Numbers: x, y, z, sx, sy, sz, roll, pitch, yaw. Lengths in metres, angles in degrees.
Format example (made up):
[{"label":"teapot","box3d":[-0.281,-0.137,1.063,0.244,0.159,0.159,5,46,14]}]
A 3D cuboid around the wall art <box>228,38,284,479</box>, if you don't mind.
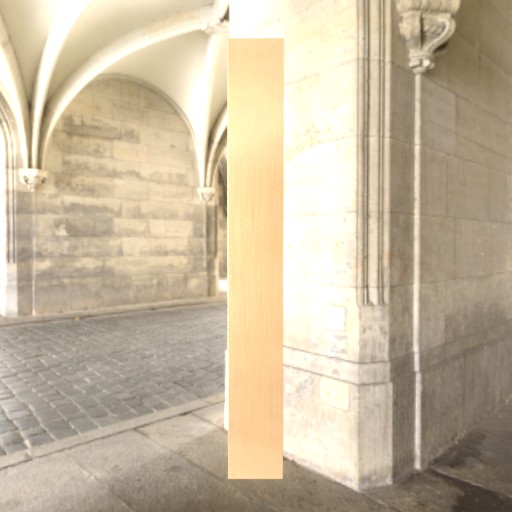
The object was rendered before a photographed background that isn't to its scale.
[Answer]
[{"label":"wall art","box3d":[0.000,0.000,0.457,0.038,0.303,0.305,0,1,0]}]
